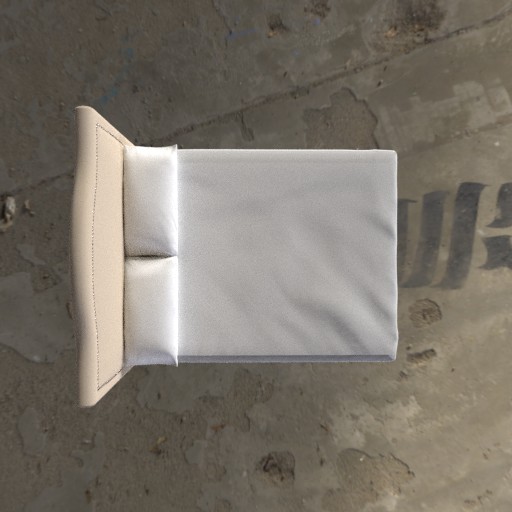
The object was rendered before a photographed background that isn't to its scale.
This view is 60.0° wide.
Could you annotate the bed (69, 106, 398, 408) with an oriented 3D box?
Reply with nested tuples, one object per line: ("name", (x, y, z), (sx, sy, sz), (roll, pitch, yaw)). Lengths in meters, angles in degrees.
("bed", (0.000, 0.000, 3.206), (2.143, 1.460, 1.753), (0, 91, -1))
